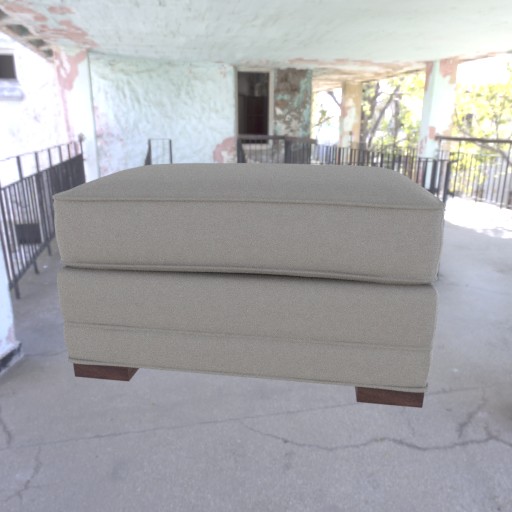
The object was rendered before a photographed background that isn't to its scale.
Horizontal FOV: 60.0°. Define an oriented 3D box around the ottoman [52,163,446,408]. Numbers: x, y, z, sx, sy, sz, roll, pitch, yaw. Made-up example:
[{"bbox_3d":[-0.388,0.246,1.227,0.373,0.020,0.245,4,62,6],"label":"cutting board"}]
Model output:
[{"bbox_3d":[0.000,0.000,1.210,0.848,0.482,0.611,3,17,8],"label":"ottoman"}]
